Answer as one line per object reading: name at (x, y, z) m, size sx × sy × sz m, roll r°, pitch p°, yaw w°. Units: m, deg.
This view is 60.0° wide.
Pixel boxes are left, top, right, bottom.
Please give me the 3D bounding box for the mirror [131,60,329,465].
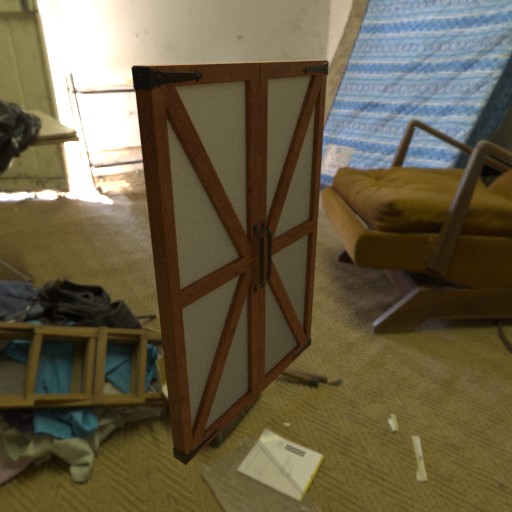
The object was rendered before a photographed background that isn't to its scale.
mirror at (0.000, 0.000, 0.950) m, size 0.053 × 0.761 × 0.517 m, roll 17°, pitch 30°, yaw 33°
